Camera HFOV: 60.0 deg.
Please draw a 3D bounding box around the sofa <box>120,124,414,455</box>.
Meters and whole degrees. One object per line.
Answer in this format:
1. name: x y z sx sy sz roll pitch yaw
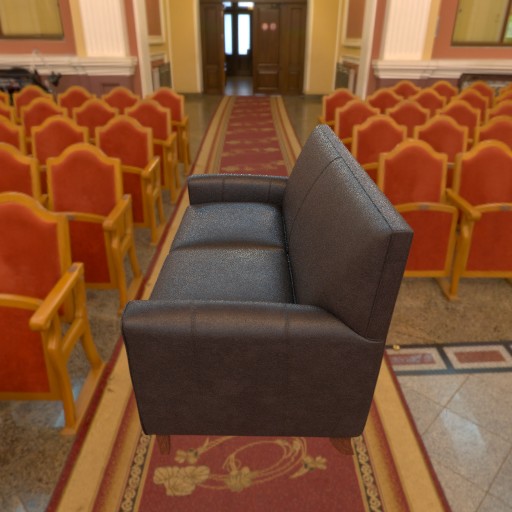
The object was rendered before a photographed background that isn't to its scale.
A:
1. sofa: 0.000 0.000 1.930 0.787 0.871 1.473 0 26 0
